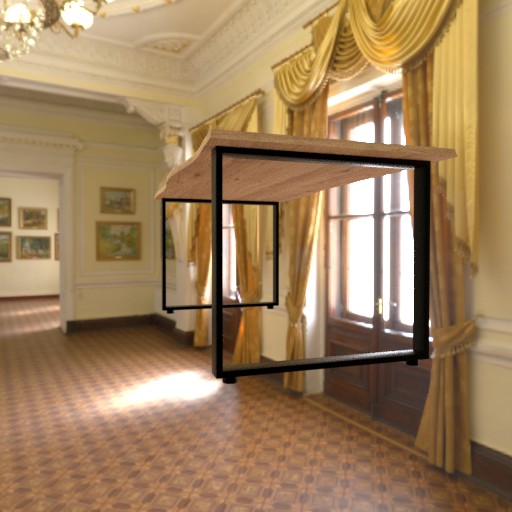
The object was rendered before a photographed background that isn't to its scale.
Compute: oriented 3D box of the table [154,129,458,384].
[{"bbox_3d":[0.000,0.000,2.273,0.900,0.780,1.800,0,1,-18],"label":"table"}]
